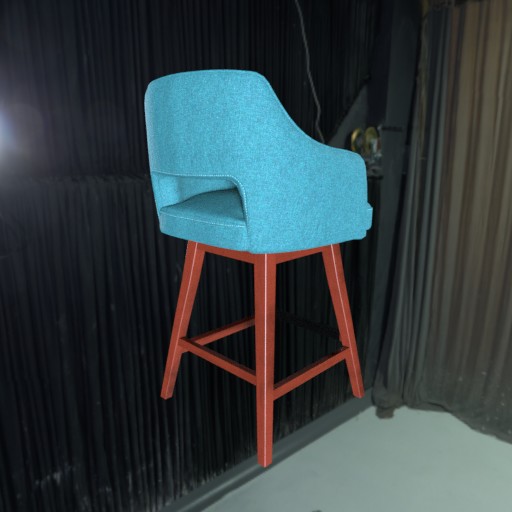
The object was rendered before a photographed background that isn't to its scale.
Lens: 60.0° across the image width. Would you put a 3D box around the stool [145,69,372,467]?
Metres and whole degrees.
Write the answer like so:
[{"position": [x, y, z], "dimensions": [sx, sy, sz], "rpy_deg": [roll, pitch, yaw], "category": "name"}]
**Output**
[{"position": [0.000, 0.000, 1.320], "dimensions": [0.548, 0.961, 0.556], "rpy_deg": [13, 19, 43], "category": "stool"}]
